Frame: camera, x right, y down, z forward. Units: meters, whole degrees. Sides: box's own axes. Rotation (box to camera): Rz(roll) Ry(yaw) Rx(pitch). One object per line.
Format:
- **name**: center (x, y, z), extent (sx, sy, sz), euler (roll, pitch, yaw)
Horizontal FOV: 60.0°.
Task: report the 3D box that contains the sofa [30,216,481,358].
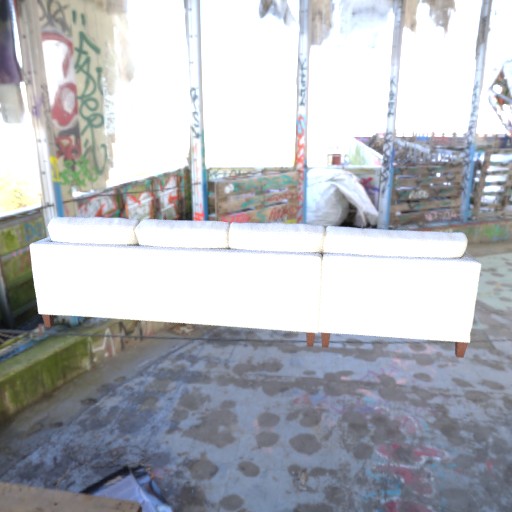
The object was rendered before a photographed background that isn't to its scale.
- **sofa**: center (0.000, 0.000, 3.888), extent (3.186, 0.861, 1.625), euler (3, 16, 9)
